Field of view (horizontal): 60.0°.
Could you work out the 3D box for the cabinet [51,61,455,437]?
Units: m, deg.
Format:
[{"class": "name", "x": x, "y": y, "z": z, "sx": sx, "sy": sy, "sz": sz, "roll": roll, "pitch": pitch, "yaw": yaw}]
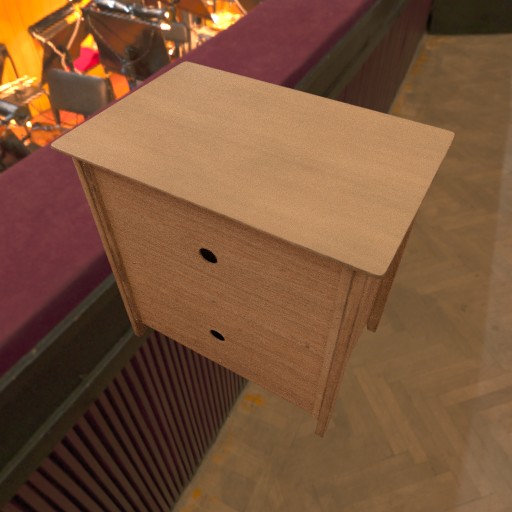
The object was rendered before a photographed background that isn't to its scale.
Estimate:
[{"class": "cabinet", "x": 0.000, "y": 0.000, "z": 1.263, "sx": 0.763, "sy": 0.762, "sz": 0.503, "roll": 23, "pitch": 51, "yaw": 20}]
